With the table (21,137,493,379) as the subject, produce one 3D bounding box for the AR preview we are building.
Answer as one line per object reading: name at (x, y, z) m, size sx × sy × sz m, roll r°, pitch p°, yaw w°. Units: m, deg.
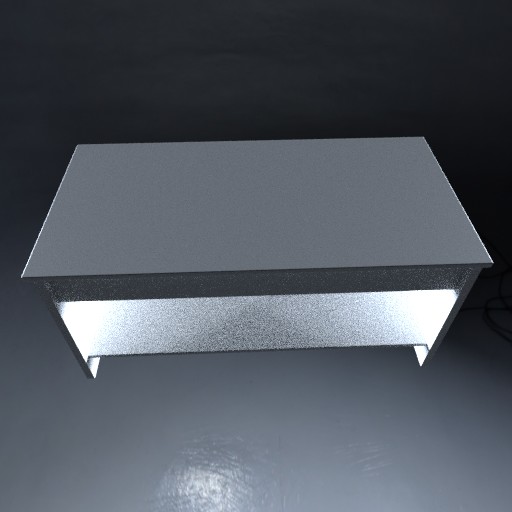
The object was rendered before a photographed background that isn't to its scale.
table at (0.000, 0.000, 1.269) m, size 1.000 × 0.441 × 0.500 m, roll -2°, pitch 47°, yaw -2°
